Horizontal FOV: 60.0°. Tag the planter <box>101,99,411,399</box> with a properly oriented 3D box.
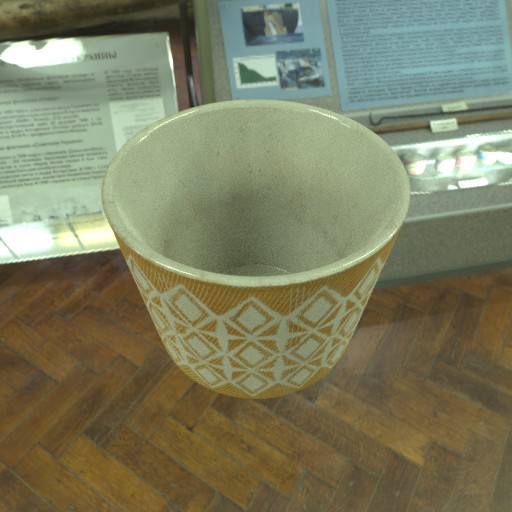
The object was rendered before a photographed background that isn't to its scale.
[{"bbox_3d":[0.000,0.000,0.223,0.126,0.104,0.126,0,46,0],"label":"planter"}]
